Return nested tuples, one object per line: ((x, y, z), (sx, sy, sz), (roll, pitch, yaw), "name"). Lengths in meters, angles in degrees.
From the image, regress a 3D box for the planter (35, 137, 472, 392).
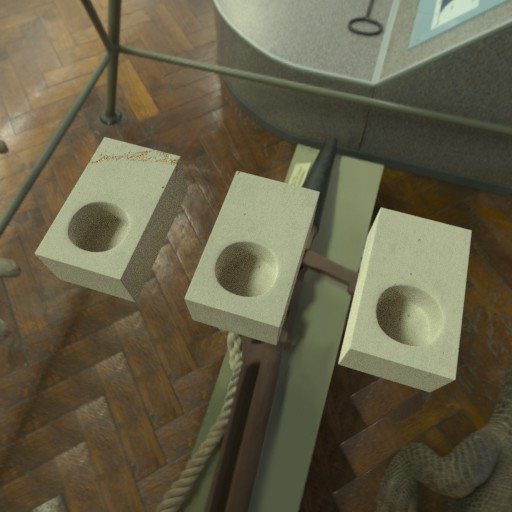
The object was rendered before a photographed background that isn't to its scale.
((0.000, 0.000, 0.383), (0.333, 0.051, 0.127), (16, 65, 8), "planter")
